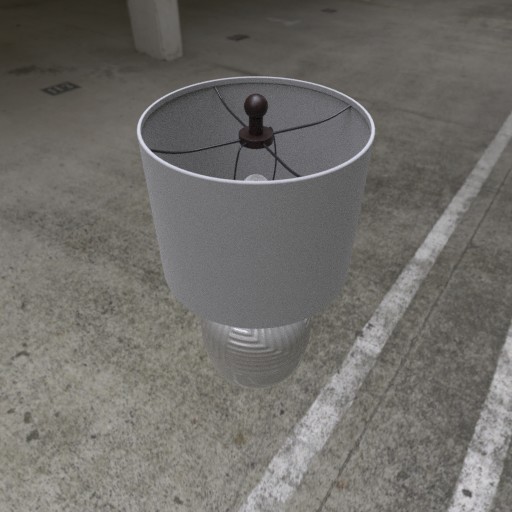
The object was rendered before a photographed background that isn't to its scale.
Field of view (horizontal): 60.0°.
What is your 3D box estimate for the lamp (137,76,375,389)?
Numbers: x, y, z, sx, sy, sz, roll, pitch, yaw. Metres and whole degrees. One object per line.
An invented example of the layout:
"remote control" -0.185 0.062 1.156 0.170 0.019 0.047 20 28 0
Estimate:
"lamp" 0.000 0.000 0.768 0.318 0.567 0.318 0 42 0
